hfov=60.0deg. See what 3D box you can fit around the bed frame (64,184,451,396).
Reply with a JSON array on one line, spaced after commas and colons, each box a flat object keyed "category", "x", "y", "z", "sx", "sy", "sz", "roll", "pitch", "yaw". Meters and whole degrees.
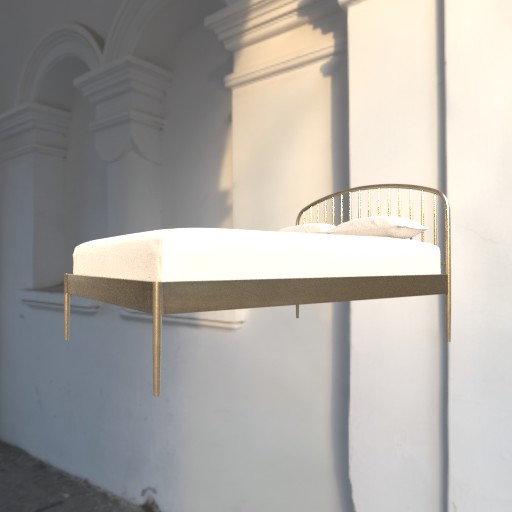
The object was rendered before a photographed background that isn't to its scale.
[{"category": "bed frame", "x": 0.000, "y": 0.000, "z": 3.070, "sx": 2.152, "sy": 1.175, "sz": 1.612, "roll": 1, "pitch": -1, "yaw": -36}]
